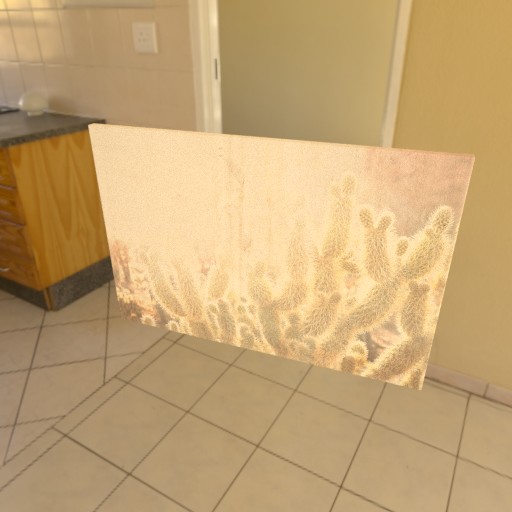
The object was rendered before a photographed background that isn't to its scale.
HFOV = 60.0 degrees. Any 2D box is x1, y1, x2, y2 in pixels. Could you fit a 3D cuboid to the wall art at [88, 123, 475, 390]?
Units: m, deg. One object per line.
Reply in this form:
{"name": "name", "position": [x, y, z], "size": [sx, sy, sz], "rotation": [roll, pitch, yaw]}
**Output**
{"name": "wall art", "position": [0.000, 0.000, 1.918], "size": [1.525, 1.012, 0.038], "rotation": [10, 29, 18]}
